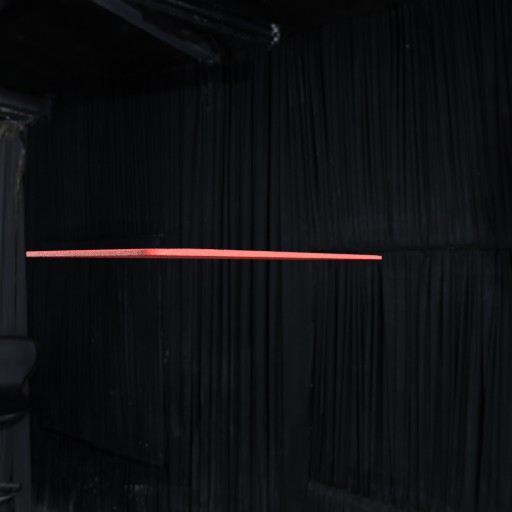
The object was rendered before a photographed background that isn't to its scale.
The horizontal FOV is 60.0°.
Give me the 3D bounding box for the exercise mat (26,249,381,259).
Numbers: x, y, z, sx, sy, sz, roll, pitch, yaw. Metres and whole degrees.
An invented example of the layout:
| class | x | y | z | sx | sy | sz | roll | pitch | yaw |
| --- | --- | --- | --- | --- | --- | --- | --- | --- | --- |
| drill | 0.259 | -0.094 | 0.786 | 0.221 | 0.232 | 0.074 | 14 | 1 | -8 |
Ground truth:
| class | x | y | z | sx | sy | sz | roll | pitch | yaw |
| --- | --- | --- | --- | --- | --- | --- | --- | --- | --- |
| exercise mat | 0.000 | 0.000 | 2.055 | 0.616 | 0.021 | 1.869 | -1 | -1 | 34 |
